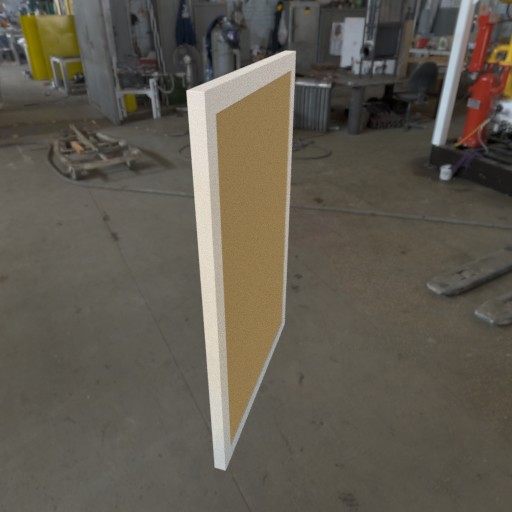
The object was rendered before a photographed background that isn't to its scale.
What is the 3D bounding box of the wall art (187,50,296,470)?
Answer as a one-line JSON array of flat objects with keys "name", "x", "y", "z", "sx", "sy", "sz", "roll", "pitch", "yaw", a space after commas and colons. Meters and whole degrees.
[{"name": "wall art", "x": 0.000, "y": 0.000, "z": 1.436, "sx": 0.038, "sy": 1.143, "sz": 0.764, "roll": 9, "pitch": 31, "yaw": 15}]
